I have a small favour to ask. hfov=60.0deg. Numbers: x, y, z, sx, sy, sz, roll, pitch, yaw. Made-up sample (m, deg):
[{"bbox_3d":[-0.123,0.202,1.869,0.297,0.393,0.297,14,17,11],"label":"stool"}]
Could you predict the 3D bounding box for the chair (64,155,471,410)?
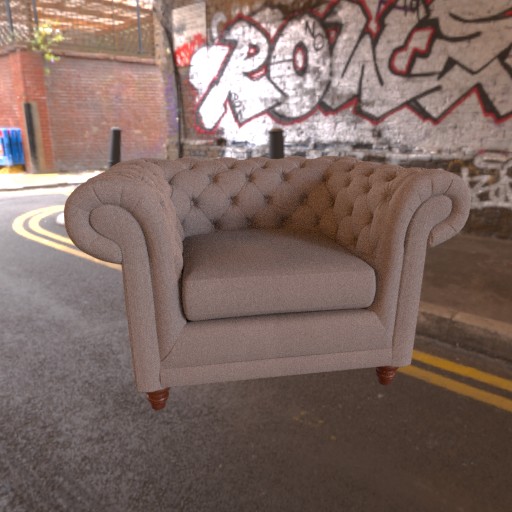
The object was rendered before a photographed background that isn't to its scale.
[{"bbox_3d":[0.000,0.000,1.834,1.270,0.770,0.976,-3,16,-10],"label":"chair"}]
